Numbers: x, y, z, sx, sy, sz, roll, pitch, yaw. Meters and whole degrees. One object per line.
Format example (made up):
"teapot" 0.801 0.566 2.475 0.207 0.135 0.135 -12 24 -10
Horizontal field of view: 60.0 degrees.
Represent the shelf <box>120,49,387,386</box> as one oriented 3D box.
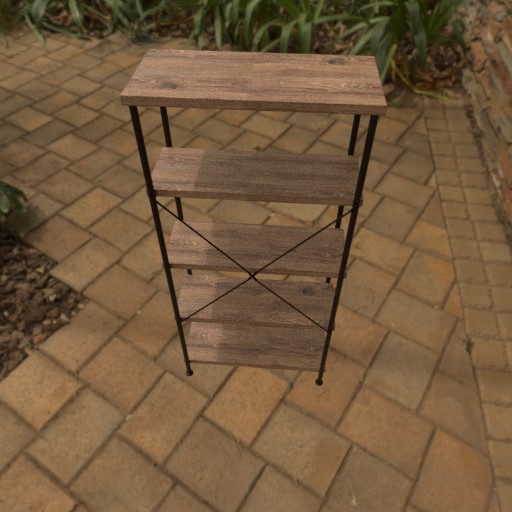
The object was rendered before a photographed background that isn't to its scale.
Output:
"shelf" 0.000 0.000 2.054 0.800 1.700 0.360 3 46 3
